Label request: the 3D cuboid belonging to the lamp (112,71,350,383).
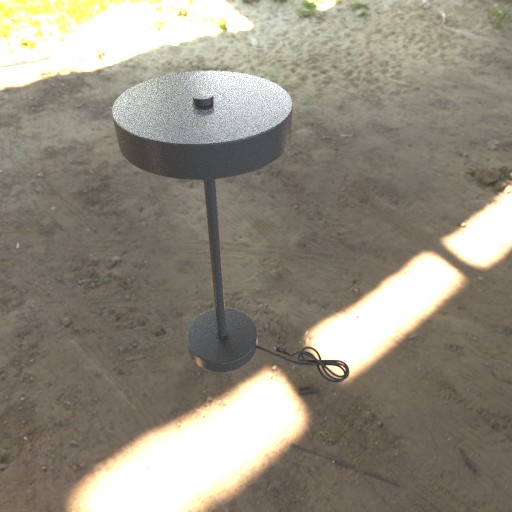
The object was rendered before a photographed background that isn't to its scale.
[{"bbox_3d":[0.000,0.000,0.714,0.369,0.508,0.229,12,43,13],"label":"lamp"}]
